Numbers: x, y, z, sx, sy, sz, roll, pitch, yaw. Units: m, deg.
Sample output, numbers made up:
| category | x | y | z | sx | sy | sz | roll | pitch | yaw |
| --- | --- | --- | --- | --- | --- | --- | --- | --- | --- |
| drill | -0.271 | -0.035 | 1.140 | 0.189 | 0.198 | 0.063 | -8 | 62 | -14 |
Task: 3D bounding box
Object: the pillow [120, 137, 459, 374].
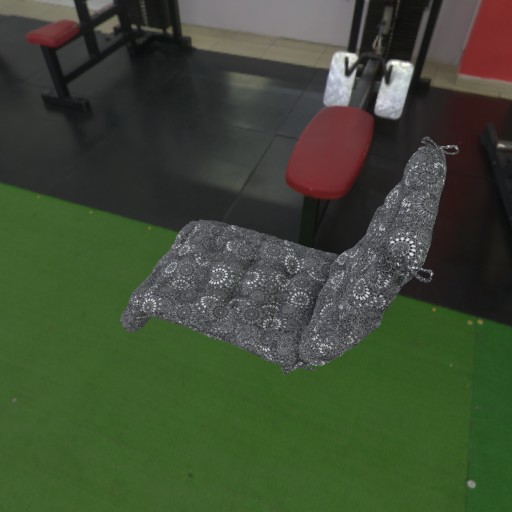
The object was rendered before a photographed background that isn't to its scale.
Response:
| category | x | y | z | sx | sy | sz | roll | pitch | yaw |
| --- | --- | --- | --- | --- | --- | --- | --- | --- | --- |
| pillow | 0.000 | 0.000 | 1.508 | 1.016 | 0.863 | 0.526 | 18 | 50 | 15 |
